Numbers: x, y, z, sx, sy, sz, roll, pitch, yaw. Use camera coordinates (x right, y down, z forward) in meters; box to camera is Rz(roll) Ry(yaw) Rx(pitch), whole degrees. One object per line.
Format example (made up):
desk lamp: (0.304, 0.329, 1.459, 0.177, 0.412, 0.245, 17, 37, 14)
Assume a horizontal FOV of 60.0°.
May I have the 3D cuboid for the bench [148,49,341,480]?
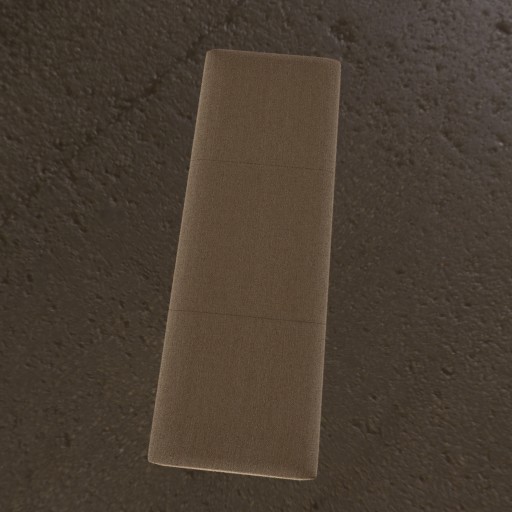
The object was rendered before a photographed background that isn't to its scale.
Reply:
bench: (0.000, 0.000, 1.473, 0.446, 0.438, 1.269, 5, 76, 1)
